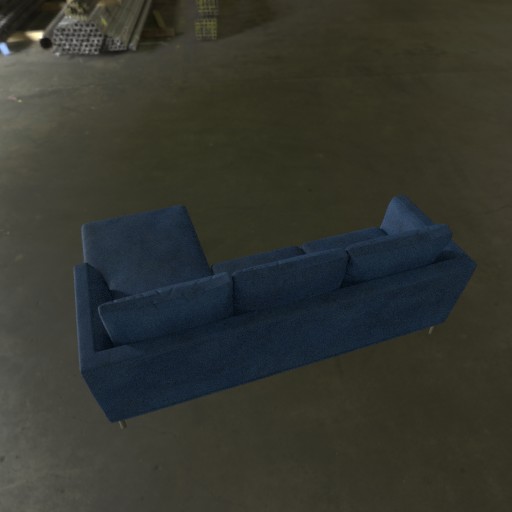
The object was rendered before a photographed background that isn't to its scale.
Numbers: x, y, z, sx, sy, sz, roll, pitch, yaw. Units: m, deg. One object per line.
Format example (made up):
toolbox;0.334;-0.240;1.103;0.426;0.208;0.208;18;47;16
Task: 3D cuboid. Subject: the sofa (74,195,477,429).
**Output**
sofa;0.000;0.000;3.251;2.438;0.987;1.622;-13;44;-14
